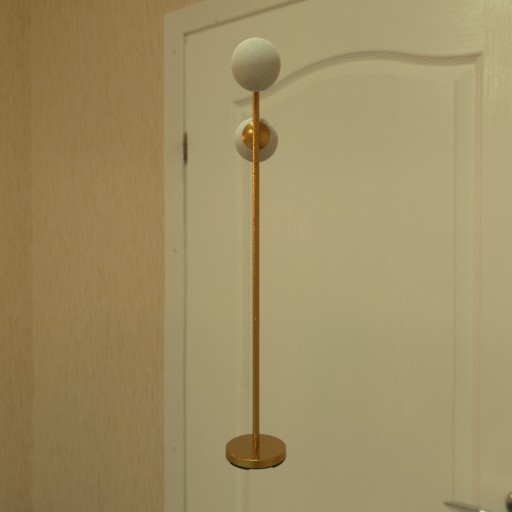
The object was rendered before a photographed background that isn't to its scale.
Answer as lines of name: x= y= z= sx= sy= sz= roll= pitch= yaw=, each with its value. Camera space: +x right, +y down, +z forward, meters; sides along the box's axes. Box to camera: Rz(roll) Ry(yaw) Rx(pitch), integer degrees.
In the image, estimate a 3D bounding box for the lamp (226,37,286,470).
lamp: x=0.000 y=0.000 z=1.808 sx=0.249 sy=1.641 sz=0.419 roll=0 pitch=1 yaw=0
